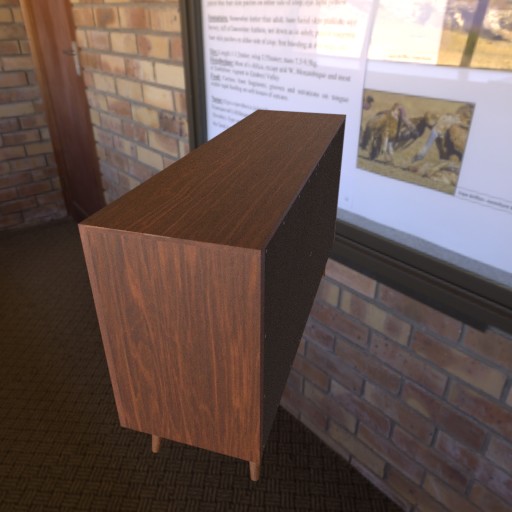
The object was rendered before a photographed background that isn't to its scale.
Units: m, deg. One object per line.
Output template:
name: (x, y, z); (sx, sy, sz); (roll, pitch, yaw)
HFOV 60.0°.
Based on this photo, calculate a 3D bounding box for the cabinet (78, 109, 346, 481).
cabinet: (0.000, 0.000, 1.948); (0.505, 0.940, 1.575); (8, 30, 15)
